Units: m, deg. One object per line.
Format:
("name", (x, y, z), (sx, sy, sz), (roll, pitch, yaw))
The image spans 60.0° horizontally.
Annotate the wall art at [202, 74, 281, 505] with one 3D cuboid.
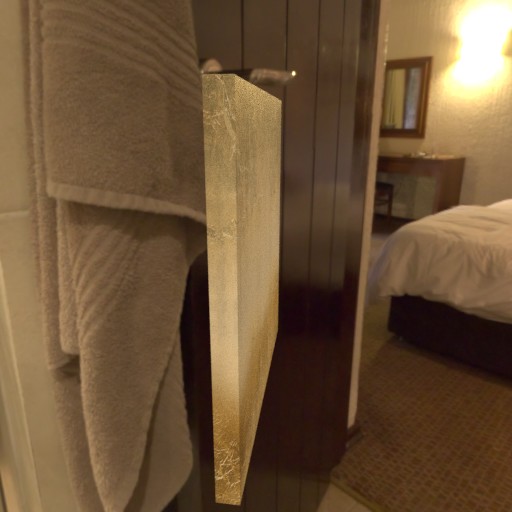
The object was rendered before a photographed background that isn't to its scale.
("wall art", (0.000, 0.000, 0.879), (0.038, 0.610, 0.610), (2, 17, 8))
